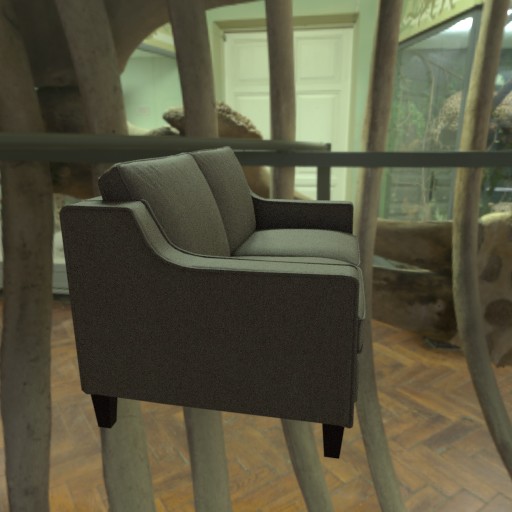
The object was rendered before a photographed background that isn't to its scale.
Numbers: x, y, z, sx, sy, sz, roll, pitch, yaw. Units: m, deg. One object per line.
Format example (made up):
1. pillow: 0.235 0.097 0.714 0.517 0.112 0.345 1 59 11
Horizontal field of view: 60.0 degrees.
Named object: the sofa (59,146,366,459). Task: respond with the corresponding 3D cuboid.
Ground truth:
1. sofa: 0.000 0.000 2.109 0.985 0.981 1.503 3 16 11
